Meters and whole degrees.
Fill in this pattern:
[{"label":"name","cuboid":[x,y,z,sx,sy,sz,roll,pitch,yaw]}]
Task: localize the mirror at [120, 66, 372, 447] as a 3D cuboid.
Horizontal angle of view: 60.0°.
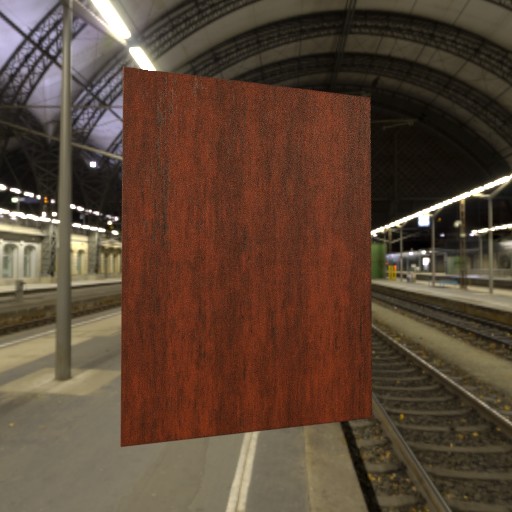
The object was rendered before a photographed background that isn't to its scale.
[{"label":"mirror","cuboid":[0.000,0.000,1.035,0.600,0.805,0.021,0,-1,-17]}]
